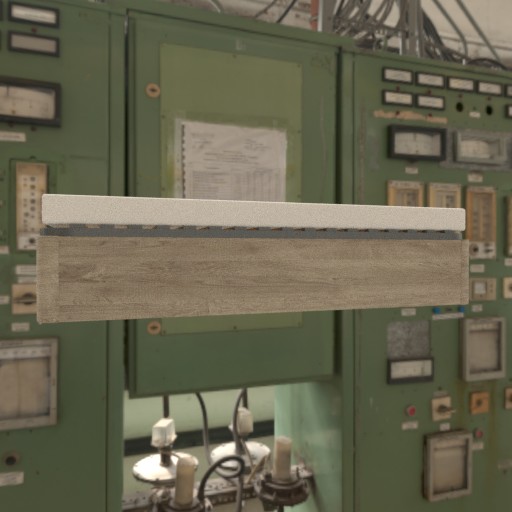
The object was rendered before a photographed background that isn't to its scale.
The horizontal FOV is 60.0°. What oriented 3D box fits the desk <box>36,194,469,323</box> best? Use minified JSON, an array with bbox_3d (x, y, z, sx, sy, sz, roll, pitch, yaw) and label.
[{"bbox_3d":[0.000,0.000,2.248,1.900,0.455,0.900,0,1,-17],"label":"desk"}]
